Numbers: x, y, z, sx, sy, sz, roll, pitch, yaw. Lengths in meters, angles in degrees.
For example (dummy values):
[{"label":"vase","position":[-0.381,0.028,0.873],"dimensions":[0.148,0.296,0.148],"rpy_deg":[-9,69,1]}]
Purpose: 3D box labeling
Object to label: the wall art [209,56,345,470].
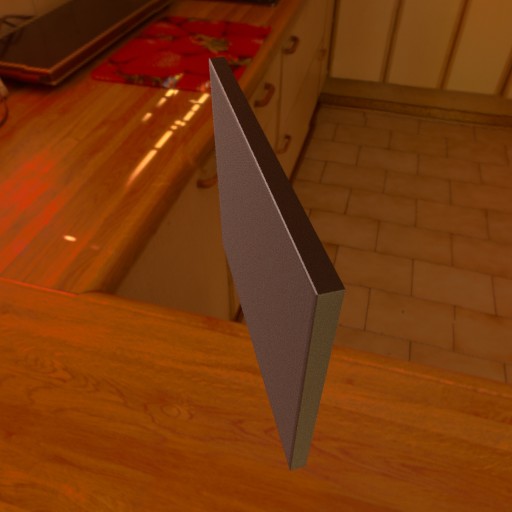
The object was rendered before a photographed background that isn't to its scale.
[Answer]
[{"label":"wall art","position":[0.000,0.000,0.762],"dimensions":[0.029,0.458,0.559],"rpy_deg":[-10,47,-10]}]
